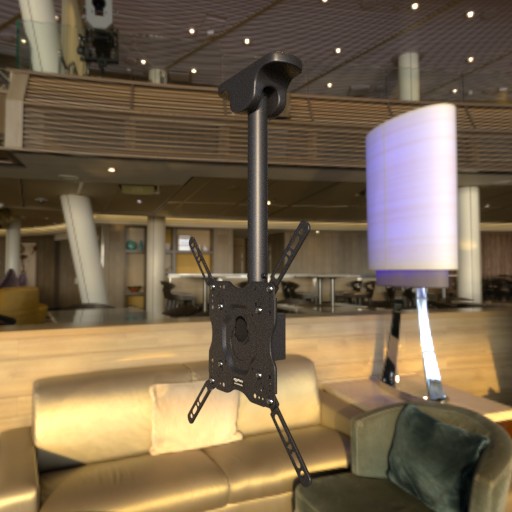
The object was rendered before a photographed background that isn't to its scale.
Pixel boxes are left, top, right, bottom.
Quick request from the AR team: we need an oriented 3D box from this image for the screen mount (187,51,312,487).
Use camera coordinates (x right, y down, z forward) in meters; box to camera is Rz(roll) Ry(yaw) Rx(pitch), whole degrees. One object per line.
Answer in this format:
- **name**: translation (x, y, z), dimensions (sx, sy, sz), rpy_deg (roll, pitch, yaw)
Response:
- **screen mount**: translation (0.000, 0.000, 0.874), dimensions (0.090, 0.729, 0.393), rpy_deg (2, -3, -37)
